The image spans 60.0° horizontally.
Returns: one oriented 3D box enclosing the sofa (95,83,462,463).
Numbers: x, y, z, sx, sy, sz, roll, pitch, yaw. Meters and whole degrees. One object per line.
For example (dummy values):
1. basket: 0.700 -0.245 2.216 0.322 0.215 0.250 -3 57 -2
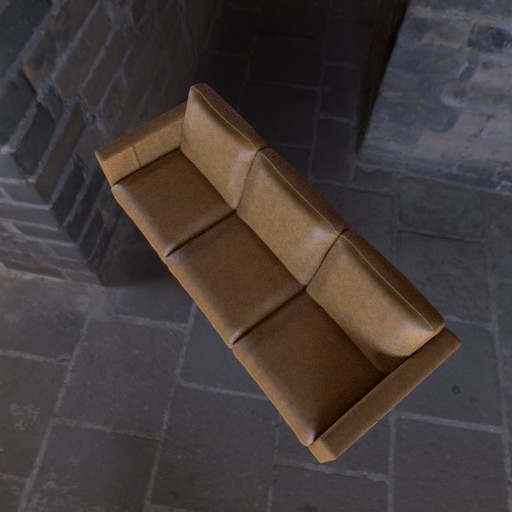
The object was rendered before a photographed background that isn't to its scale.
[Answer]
1. sofa: 0.000 0.000 2.693 0.903 0.930 2.231 -35 68 -16
